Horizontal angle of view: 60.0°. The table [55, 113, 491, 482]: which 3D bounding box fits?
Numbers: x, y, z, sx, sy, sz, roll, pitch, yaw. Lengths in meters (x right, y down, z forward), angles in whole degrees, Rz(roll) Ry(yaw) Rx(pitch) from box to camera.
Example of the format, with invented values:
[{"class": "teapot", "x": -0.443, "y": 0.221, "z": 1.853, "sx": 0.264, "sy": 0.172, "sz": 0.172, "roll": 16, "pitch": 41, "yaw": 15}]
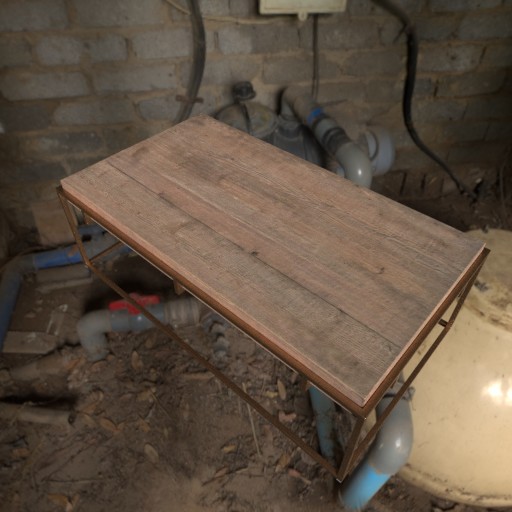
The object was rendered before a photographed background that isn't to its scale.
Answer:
[{"class": "table", "x": 0.000, "y": 0.000, "z": 1.723, "sx": 1.387, "sy": 0.468, "sz": 0.775, "roll": 32, "pitch": 53, "yaw": 28}]
